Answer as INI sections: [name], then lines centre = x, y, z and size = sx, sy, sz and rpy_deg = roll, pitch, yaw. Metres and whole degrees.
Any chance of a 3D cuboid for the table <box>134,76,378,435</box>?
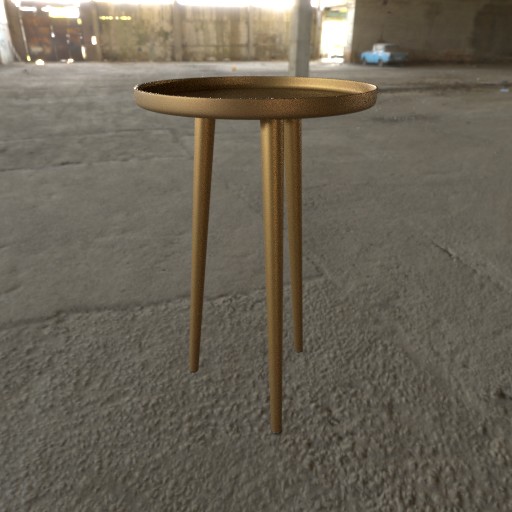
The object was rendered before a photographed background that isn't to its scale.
[table]
centre = 0.000, 0.000, 0.663
size = 0.299, 0.480, 0.299
rpy_deg = -9, 27, -17
